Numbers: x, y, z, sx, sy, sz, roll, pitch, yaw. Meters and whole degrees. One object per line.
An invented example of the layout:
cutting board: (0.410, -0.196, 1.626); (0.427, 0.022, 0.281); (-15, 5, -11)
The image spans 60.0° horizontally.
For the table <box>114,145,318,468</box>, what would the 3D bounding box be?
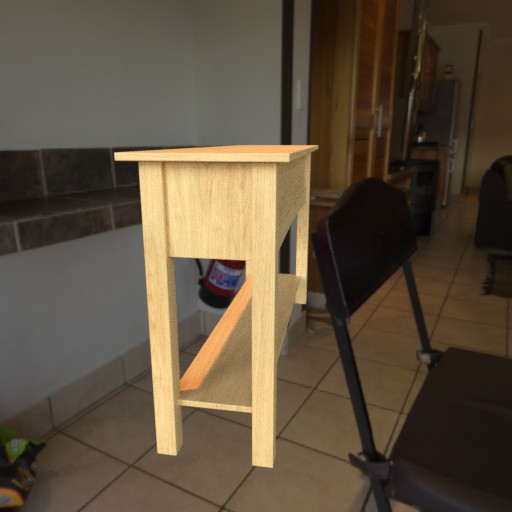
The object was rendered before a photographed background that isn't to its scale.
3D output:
table: (0.000, 0.000, 1.532); (0.350, 0.730, 1.240); (3, 15, 10)
